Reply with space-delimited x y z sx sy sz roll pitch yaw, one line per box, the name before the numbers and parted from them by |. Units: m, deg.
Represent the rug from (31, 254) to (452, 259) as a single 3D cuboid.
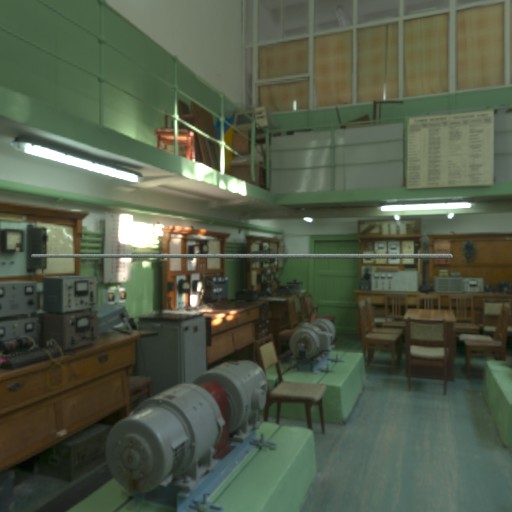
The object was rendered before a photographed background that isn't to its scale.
rug | 0.000 0.000 2.366 1.828 0.015 1.222 0 0 19
